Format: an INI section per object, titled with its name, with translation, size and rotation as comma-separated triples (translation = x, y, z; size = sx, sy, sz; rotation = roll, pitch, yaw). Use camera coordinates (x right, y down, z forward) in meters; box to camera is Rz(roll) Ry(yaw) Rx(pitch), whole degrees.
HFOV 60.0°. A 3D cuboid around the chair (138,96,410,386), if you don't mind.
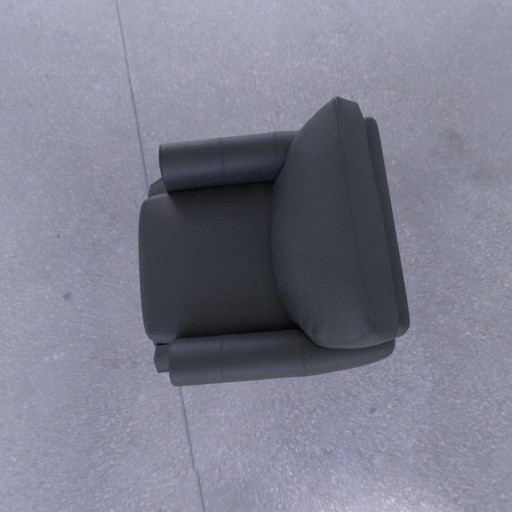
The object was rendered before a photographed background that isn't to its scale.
[chair]
translation = 0.000, 0.000, 1.818
size = 1.027, 0.960, 1.015
rotation = 0, 76, 0
